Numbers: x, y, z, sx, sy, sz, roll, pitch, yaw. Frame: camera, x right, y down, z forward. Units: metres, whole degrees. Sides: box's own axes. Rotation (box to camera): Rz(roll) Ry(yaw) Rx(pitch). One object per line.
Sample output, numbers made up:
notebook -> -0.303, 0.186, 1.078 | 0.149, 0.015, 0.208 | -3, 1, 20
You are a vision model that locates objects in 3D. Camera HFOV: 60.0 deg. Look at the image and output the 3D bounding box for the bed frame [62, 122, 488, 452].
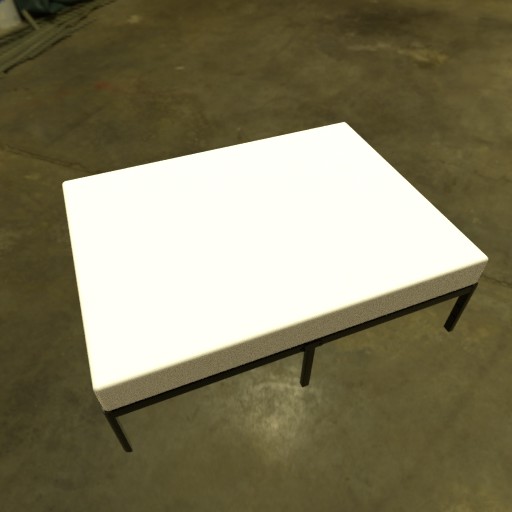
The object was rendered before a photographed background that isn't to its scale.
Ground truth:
bed frame -> 0.000, 0.000, 2.791 | 2.072, 0.659, 1.557 | -16, 48, -15
